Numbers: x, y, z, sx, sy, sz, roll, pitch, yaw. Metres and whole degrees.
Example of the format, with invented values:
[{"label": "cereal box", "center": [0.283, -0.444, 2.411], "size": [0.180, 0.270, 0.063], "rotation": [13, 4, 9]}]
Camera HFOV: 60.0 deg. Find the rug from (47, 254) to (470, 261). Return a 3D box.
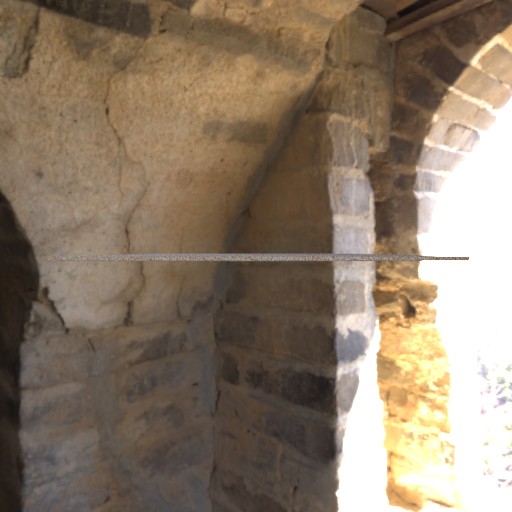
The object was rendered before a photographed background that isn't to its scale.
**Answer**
[{"label": "rug", "center": [0.000, 0.000, 4.014], "size": [2.400, 0.026, 3.000], "rotation": [0, 1, -1]}]
